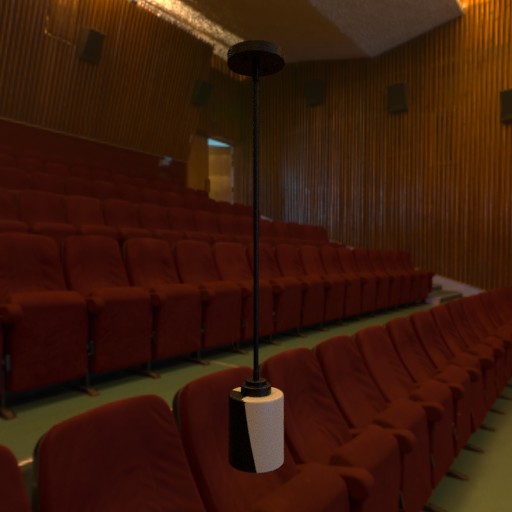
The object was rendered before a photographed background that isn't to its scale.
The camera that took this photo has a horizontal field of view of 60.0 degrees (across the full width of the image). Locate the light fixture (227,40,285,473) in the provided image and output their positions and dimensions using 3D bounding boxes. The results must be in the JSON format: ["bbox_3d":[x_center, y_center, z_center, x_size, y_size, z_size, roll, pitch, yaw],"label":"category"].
[{"bbox_3d":[0.000,0.000,0.943,0.123,0.863,0.123,-1,-1,37],"label":"light fixture"}]
